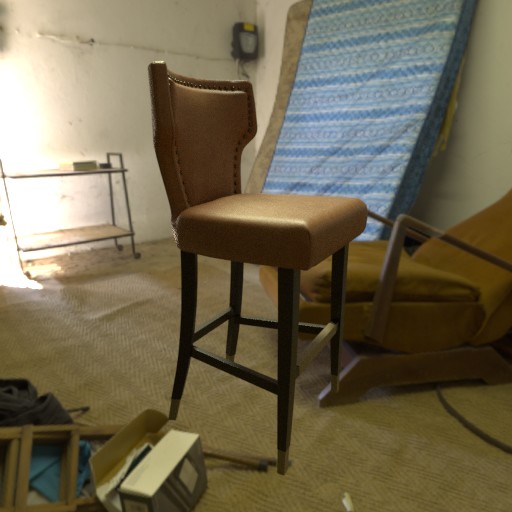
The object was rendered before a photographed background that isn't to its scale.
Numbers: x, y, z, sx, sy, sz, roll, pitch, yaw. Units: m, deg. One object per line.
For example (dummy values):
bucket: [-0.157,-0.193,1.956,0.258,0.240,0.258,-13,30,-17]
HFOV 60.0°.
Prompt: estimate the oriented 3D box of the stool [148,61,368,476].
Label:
stool: [0.000,0.000,1.388,0.563,1.092,0.526,8,17,27]
